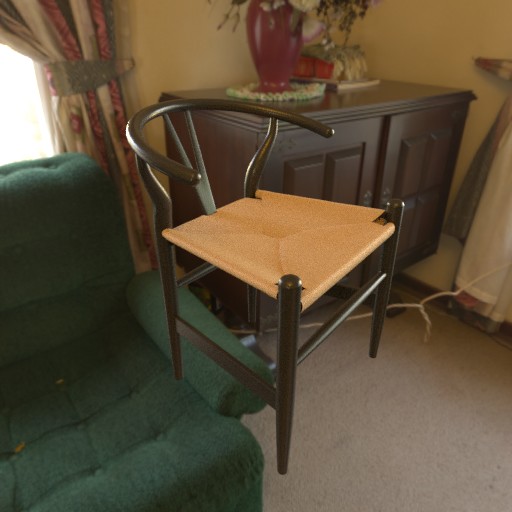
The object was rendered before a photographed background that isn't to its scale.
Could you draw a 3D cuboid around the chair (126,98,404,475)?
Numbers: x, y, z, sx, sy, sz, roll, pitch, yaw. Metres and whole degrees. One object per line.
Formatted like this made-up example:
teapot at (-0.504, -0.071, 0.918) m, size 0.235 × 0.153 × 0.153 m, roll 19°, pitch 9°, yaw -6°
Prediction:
chair at (0.000, 0.000, 1.169) m, size 0.570 × 0.739 × 0.570 m, roll 19°, pitch 32°, yaw 32°
